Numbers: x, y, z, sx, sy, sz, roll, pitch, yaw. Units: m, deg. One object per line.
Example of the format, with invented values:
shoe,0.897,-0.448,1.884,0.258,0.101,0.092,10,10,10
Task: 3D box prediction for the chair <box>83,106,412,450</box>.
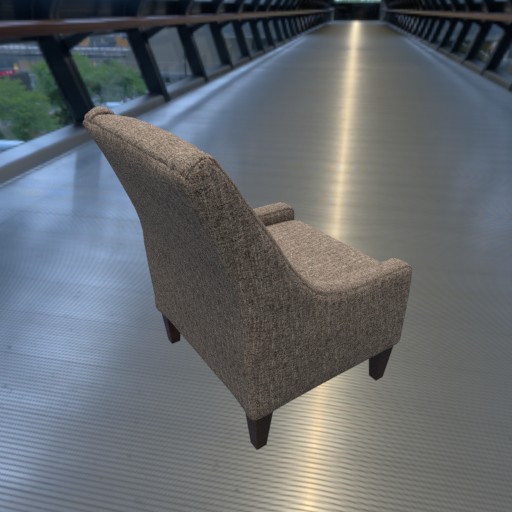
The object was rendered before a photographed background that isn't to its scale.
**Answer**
chair,0.000,0.000,1.606,0.870,1.014,0.774,-18,33,-30
